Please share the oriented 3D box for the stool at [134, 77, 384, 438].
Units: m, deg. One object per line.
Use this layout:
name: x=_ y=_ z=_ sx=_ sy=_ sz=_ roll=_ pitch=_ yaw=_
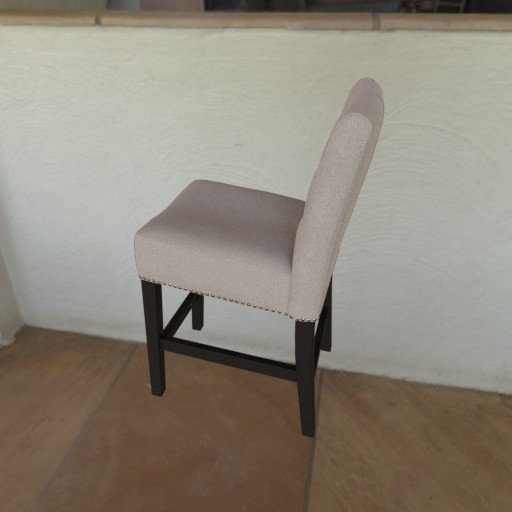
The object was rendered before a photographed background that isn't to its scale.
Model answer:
stool: x=0.000 y=0.000 z=1.218 sx=0.571 sy=0.885 sz=0.427 roll=8 pitch=31 yaw=13
